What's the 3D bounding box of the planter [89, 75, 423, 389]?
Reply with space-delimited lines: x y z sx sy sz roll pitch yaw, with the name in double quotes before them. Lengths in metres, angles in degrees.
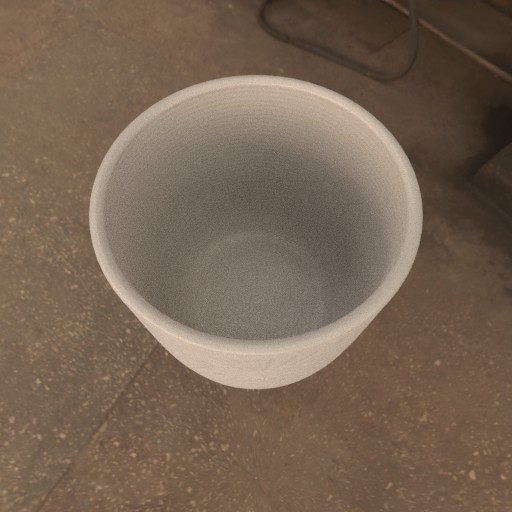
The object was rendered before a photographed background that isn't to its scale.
"planter" 0.000 0.000 0.214 0.124 0.109 0.124 0 63 0
